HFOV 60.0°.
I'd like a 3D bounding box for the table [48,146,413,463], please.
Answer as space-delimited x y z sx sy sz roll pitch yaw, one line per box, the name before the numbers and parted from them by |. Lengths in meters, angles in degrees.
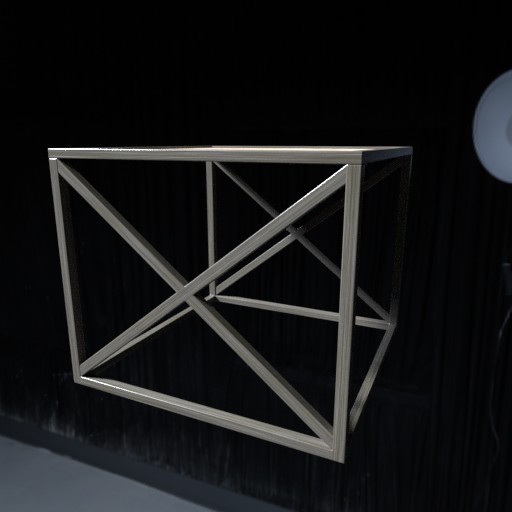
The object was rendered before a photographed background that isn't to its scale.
table | 0.000 0.000 1.068 0.611 0.507 0.609 7 16 24
